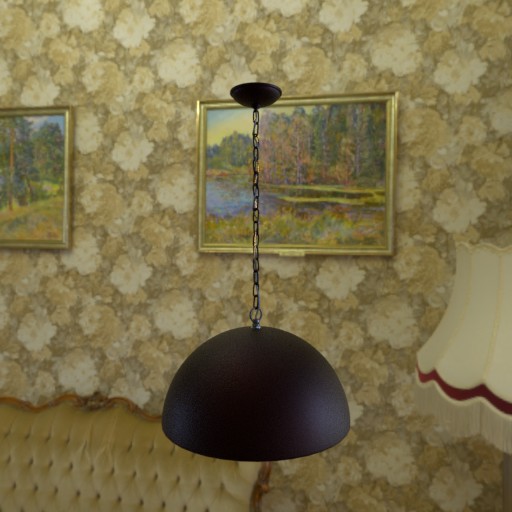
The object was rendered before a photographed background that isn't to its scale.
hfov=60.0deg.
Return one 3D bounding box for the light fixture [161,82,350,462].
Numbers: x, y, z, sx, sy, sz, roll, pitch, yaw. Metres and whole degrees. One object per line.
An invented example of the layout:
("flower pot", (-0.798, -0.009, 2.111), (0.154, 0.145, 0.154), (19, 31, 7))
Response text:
("light fixture", (0.000, 0.000, 1.178), (0.492, 0.869, 0.492), (0, 0, -37))
